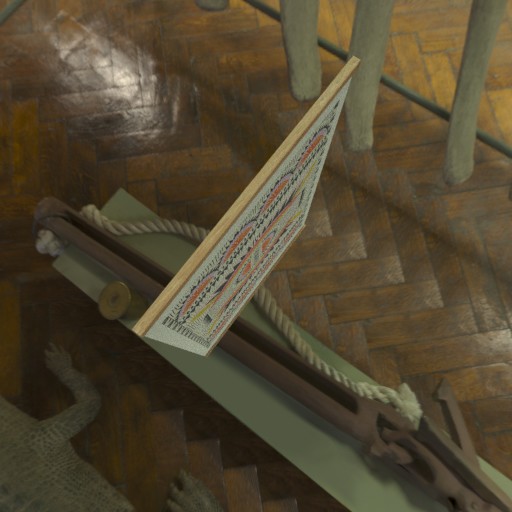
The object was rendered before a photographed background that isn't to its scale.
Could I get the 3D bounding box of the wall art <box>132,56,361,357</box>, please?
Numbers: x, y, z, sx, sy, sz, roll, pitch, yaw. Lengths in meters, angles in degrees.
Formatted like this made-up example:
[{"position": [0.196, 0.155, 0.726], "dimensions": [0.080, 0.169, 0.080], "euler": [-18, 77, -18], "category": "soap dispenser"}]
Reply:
[{"position": [0.000, 0.000, 1.944], "dimensions": [0.028, 1.533, 0.999], "euler": [36, 78, 9], "category": "wall art"}]
